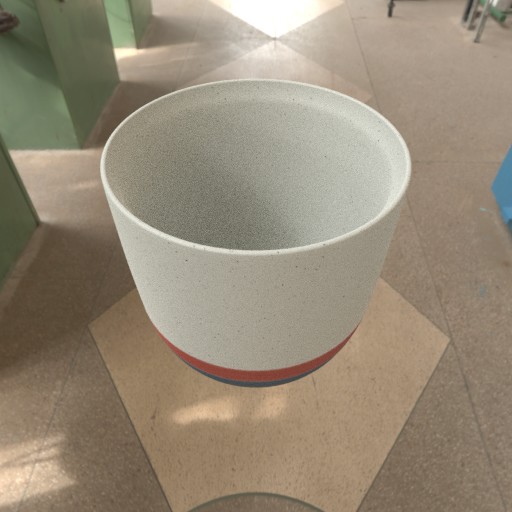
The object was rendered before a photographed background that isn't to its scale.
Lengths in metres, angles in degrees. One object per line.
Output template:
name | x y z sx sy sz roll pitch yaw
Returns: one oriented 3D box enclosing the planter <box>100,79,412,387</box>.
planter | 0.000 0.000 0.374 0.204 0.214 0.204 0 46 0
